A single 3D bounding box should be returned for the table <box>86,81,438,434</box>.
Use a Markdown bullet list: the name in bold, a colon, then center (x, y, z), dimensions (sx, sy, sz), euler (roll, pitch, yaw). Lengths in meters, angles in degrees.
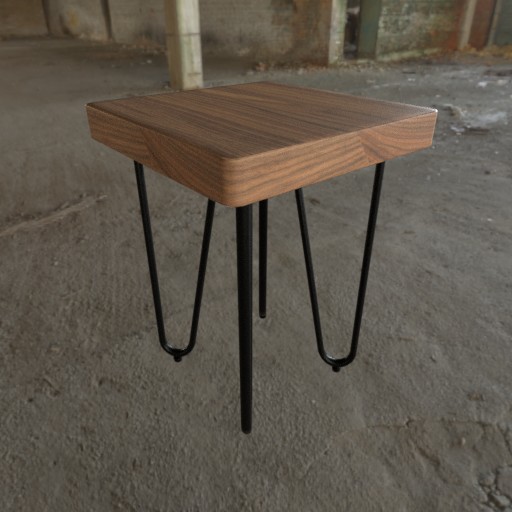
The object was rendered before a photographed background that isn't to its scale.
- **table**: center (0.000, 0.000, 0.985), dimensions (0.479, 0.641, 0.480), euler (-22, 36, -34)
